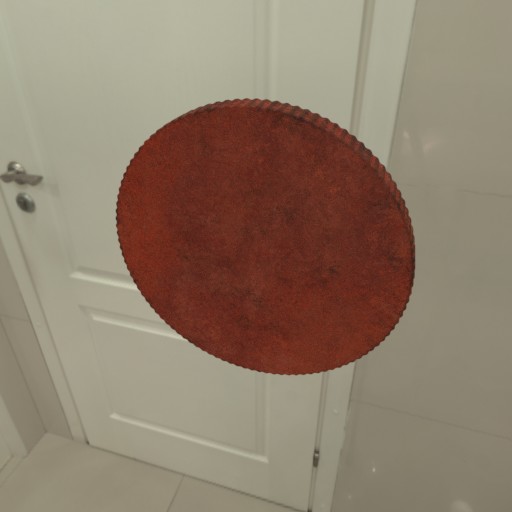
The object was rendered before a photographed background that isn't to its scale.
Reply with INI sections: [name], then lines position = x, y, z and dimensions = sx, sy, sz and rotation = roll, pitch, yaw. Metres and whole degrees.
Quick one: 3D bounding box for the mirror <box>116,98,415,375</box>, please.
[mirror]
position = 0.000, 0.000, 0.900
dimensions = 0.609, 0.609, 0.056
rotation = 10, 34, 15
